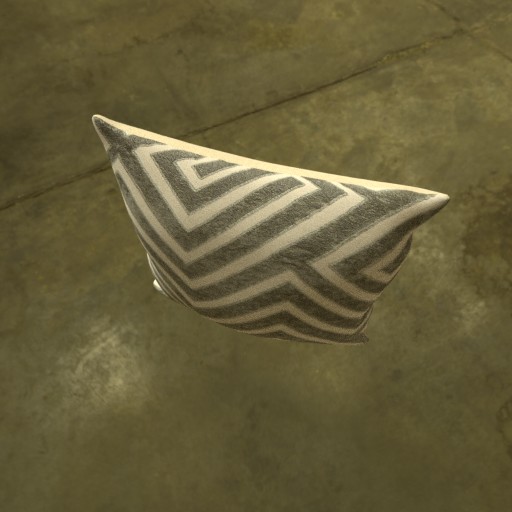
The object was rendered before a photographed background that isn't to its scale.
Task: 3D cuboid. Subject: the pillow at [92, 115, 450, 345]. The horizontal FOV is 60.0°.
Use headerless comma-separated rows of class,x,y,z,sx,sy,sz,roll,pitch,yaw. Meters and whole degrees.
pillow,0.000,0.000,0.688,0.440,0.441,0.182,14,59,9
